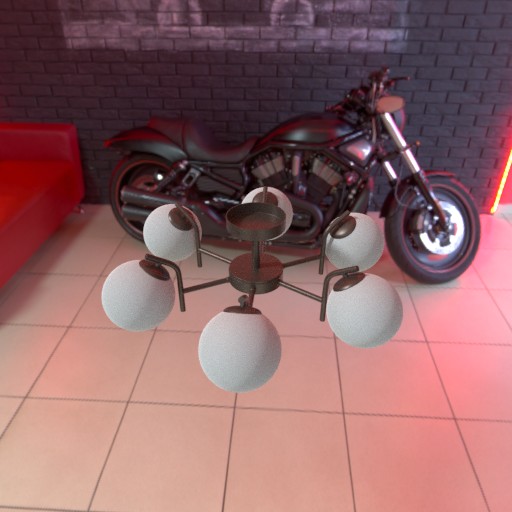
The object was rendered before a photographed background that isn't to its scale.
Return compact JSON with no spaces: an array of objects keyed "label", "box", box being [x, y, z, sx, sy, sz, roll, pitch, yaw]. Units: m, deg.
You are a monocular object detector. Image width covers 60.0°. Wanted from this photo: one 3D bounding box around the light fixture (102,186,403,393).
[{"label":"light fixture","box":[0.000,0.000,0.973,0.662,0.201,0.662,0,32,0]}]
